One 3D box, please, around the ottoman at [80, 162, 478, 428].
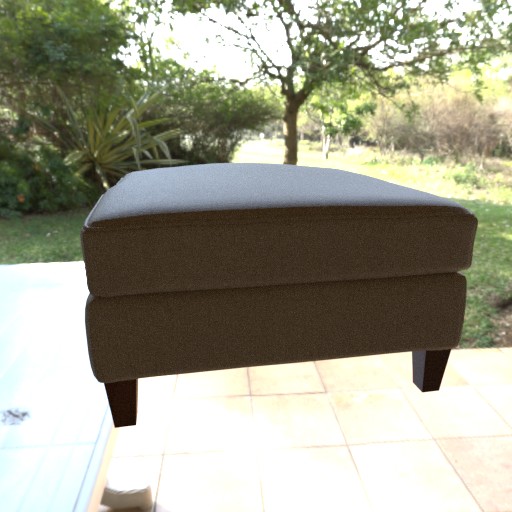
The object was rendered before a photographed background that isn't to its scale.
[{"bbox_3d":[0.000,0.000,1.305,0.838,0.503,0.838,-3,17,-10],"label":"ottoman"}]
